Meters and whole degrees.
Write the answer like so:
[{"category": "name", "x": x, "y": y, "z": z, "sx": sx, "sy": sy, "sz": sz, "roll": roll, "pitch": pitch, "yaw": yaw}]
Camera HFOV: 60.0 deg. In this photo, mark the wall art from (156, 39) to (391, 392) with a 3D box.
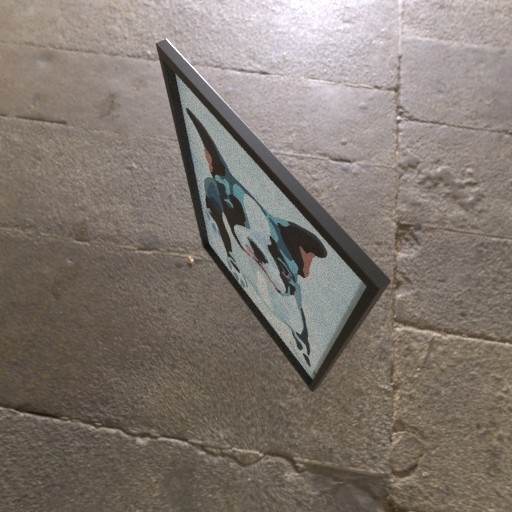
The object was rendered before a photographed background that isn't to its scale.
[{"category": "wall art", "x": 0.000, "y": 0.000, "z": 1.372, "sx": 0.030, "sy": 1.027, "sz": 0.774, "roll": -33, "pitch": 68, "yaw": -15}]
